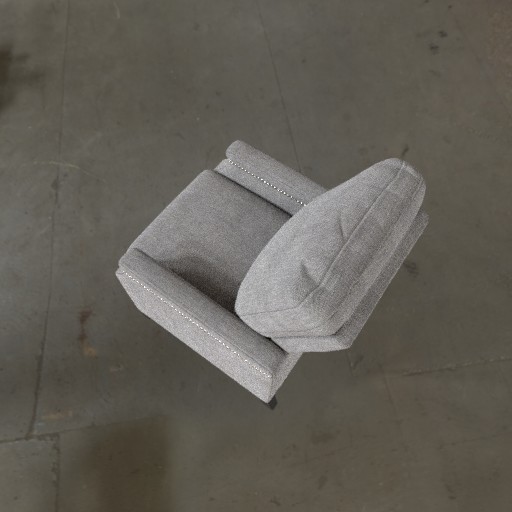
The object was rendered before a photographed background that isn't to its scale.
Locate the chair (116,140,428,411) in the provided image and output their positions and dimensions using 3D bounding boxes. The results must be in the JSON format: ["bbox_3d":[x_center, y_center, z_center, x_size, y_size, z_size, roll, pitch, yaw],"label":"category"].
[{"bbox_3d":[0.000,0.000,1.663,0.922,1.049,0.710,32,66,16],"label":"chair"}]
